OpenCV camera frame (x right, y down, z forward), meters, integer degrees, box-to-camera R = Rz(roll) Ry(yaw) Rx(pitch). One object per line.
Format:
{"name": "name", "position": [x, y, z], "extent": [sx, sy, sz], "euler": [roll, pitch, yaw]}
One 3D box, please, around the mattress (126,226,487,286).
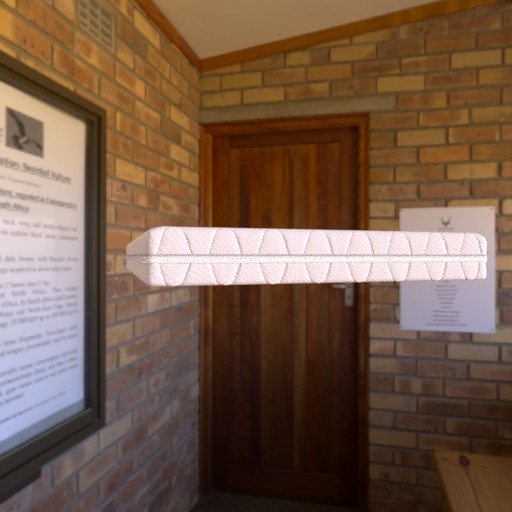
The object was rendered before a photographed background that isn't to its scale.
{"name": "mattress", "position": [0.000, 0.000, 2.589], "extent": [1.400, 0.200, 2.000], "euler": [0, 0, -18]}
